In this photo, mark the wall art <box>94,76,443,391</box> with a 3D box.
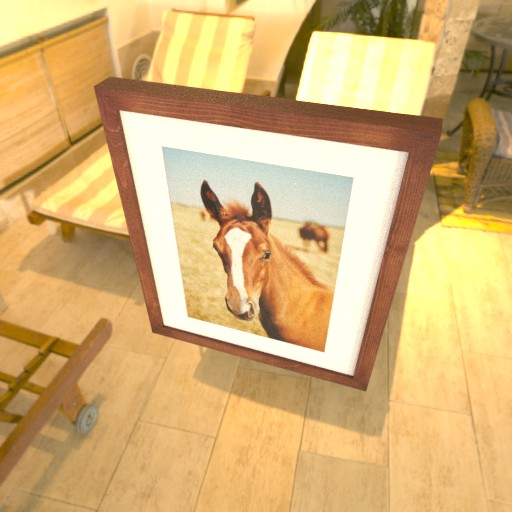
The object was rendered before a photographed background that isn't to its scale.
[{"bbox_3d":[0.000,0.000,0.537,0.330,0.381,0.030,12,42,14],"label":"wall art"}]
